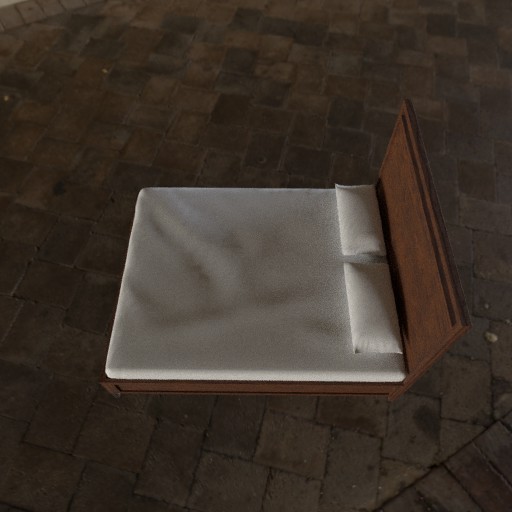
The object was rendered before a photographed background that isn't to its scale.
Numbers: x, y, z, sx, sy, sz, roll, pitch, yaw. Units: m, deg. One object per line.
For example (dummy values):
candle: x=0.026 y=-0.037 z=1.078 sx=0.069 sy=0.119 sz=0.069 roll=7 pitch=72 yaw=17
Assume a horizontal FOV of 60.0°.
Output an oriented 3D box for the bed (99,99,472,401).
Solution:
bed: x=0.000 y=0.000 z=3.355 sx=2.218 sy=1.487 sz=1.765 roll=1 pitch=58 yaw=0
